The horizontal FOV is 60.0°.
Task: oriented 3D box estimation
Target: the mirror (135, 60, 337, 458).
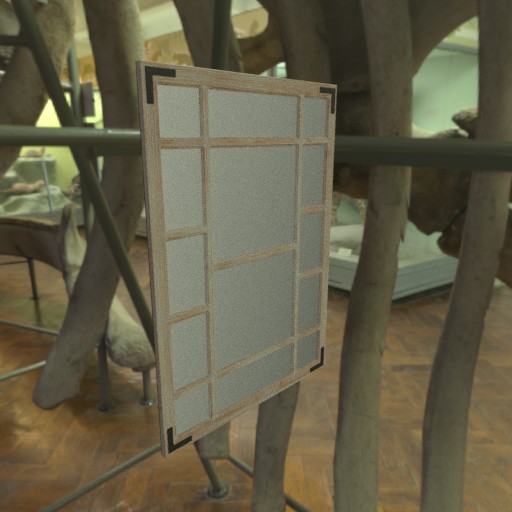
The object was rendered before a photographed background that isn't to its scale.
[{"bbox_3d":[0.000,0.000,1.310,0.705,0.996,0.025,-14,21,-43],"label":"mirror"}]
